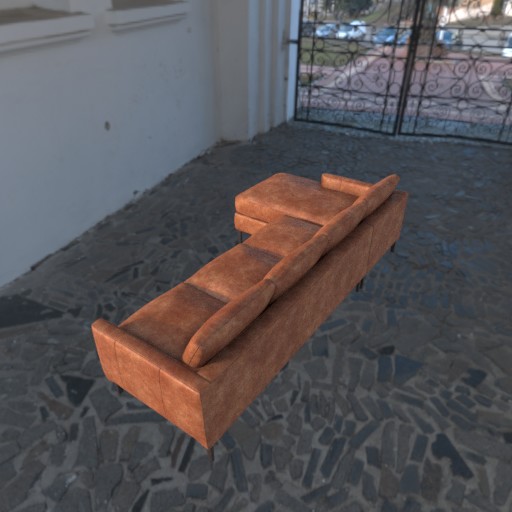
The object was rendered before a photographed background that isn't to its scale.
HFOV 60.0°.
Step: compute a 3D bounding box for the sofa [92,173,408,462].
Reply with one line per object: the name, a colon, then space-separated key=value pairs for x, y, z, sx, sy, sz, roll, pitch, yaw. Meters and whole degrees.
sofa: x=0.000 y=0.000 z=3.697 sx=1.471 sy=0.859 sz=2.993 roll=21 pitch=38 yaw=30
